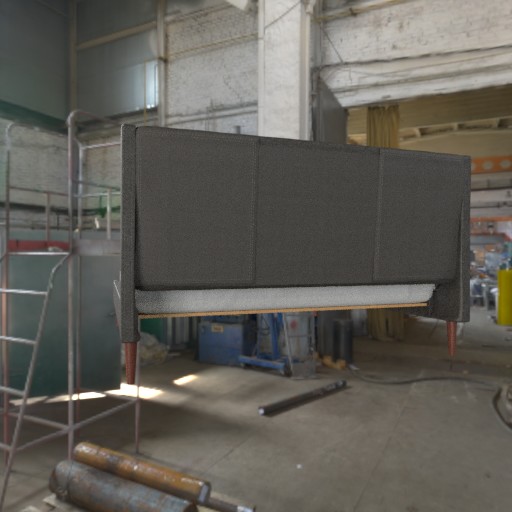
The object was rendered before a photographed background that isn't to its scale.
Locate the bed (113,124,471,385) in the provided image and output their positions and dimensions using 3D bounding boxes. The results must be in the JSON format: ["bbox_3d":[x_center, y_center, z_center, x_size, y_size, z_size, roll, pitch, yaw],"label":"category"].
[{"bbox_3d":[0.000,0.000,3.150,1.903,1.158,2.031,0,0,-19],"label":"bed"}]
